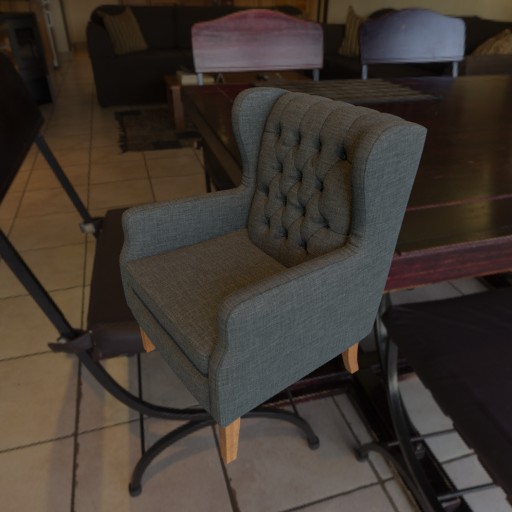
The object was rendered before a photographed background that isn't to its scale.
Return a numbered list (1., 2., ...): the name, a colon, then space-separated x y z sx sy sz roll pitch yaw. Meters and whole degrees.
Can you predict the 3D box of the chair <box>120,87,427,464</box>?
1. chair: 0.000 0.000 1.506 0.775 0.953 0.711 -20 37 -30
